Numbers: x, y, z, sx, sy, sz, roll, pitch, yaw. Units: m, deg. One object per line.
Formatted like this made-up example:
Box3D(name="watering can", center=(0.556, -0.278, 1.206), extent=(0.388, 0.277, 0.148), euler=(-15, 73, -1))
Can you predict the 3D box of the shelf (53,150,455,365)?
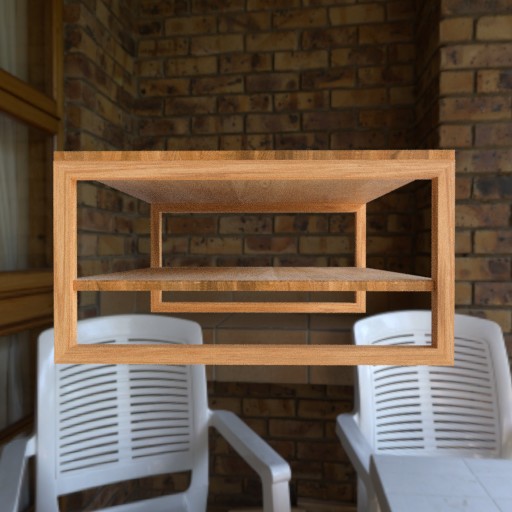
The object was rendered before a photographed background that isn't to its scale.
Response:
Box3D(name="shelf", center=(0.000, 0.000, 1.442), extent=(0.899, 0.480, 0.899), euler=(0, 1, 1))
